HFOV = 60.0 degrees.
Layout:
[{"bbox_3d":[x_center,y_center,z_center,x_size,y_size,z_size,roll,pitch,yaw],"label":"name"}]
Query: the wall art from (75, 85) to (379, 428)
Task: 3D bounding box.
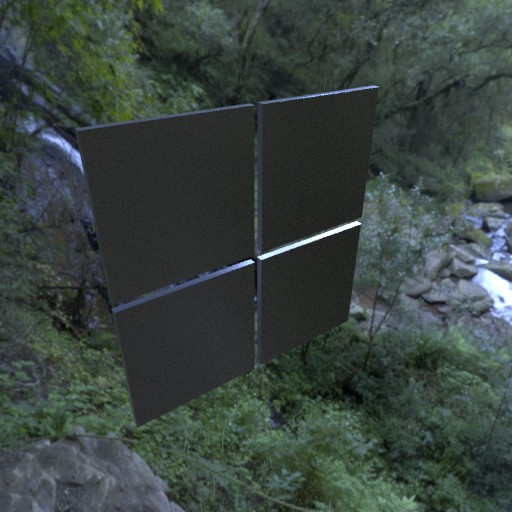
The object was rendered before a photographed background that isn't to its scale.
[{"bbox_3d":[0.000,0.000,1.687,1.118,1.118,0.029,-20,35,-30],"label":"wall art"}]
